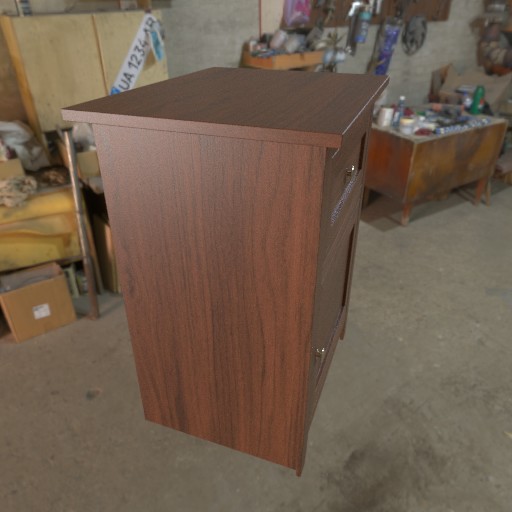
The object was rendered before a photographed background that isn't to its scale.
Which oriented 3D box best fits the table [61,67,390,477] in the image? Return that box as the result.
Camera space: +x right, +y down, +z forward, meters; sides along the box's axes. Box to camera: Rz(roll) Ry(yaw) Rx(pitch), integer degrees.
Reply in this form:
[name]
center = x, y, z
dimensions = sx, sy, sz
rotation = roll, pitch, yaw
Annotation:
[table]
center = 0.000, 0.000, 0.890
dimensions = 0.381, 0.636, 0.480
rotation = 11, 31, 18
